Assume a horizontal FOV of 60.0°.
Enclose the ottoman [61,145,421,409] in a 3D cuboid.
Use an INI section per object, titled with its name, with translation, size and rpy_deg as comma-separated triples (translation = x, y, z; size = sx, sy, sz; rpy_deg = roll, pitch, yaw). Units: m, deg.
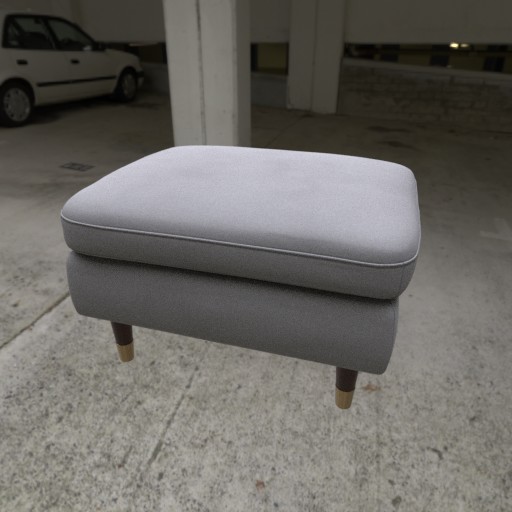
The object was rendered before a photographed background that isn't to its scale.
[ottoman]
translation = 0.000, 0.000, 1.131
size = 0.747, 0.478, 0.593
rpy_deg = 8, 28, 15
